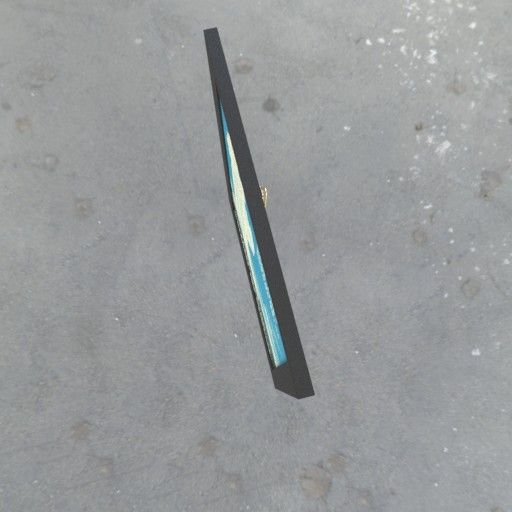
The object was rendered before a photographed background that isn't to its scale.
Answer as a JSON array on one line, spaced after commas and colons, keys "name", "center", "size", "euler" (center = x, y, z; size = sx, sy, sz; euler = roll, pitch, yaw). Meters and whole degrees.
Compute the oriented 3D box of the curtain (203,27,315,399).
[{"name": "curtain", "center": [0.000, 0.000, 0.811], "size": [0.027, 0.585, 0.483], "euler": [-13, 75, -4]}]
